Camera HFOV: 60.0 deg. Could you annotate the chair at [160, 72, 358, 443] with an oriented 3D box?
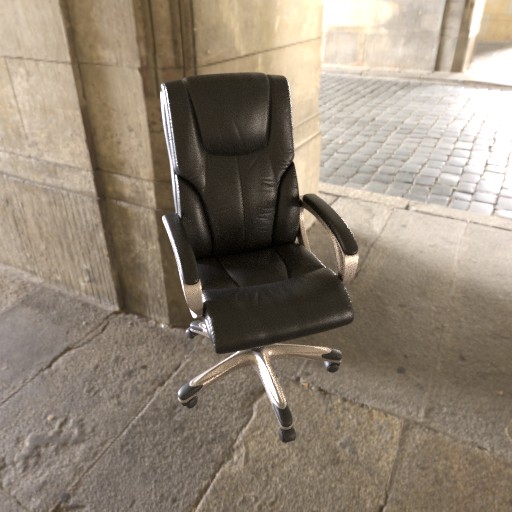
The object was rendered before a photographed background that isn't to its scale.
[{"bbox_3d":[0.000,0.000,1.619,0.700,1.145,0.780,-10,33,-16],"label":"chair"}]
